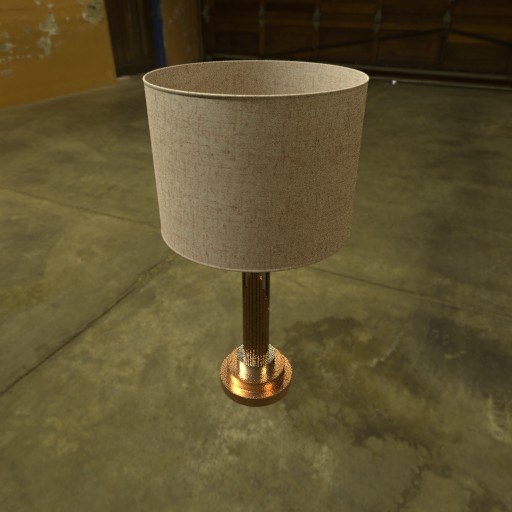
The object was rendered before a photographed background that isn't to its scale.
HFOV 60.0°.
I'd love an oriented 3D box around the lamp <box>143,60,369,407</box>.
[{"bbox_3d":[0.000,0.000,0.797,0.321,0.610,0.321,-9,32,-16],"label":"lamp"}]
